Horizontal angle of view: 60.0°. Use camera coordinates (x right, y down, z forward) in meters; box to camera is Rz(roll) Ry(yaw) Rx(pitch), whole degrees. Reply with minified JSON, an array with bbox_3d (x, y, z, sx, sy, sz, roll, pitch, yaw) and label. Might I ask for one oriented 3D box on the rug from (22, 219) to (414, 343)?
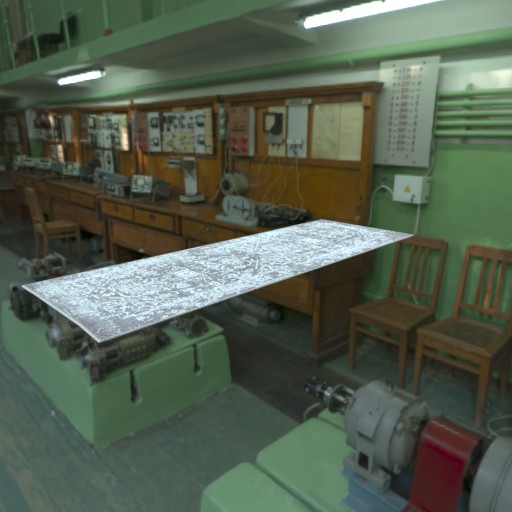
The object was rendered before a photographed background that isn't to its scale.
[{"bbox_3d":[0.000,0.000,2.727,0.855,0.017,2.452,15,22,43],"label":"rug"}]
